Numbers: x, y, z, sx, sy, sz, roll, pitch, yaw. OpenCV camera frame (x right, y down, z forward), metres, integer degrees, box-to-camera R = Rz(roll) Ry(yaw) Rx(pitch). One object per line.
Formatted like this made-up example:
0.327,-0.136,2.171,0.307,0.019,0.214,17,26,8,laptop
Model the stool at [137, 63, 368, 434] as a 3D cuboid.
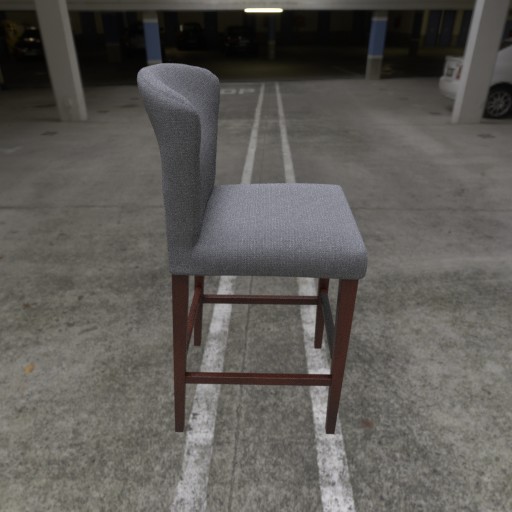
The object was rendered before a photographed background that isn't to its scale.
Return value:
0.000,0.000,1.349,0.568,1.069,0.486,1,30,1,stool
